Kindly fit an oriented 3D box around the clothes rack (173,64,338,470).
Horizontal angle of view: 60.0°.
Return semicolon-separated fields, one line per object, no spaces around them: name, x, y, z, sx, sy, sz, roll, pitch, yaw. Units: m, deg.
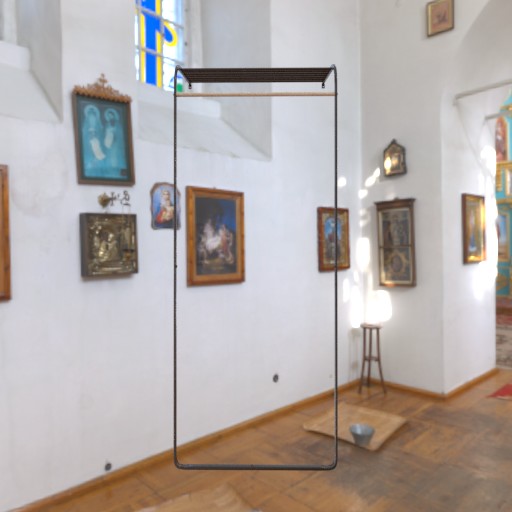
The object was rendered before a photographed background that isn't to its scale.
clothes rack;0.000;0.000;1.803;0.609;1.574;0.349;0;0;1
